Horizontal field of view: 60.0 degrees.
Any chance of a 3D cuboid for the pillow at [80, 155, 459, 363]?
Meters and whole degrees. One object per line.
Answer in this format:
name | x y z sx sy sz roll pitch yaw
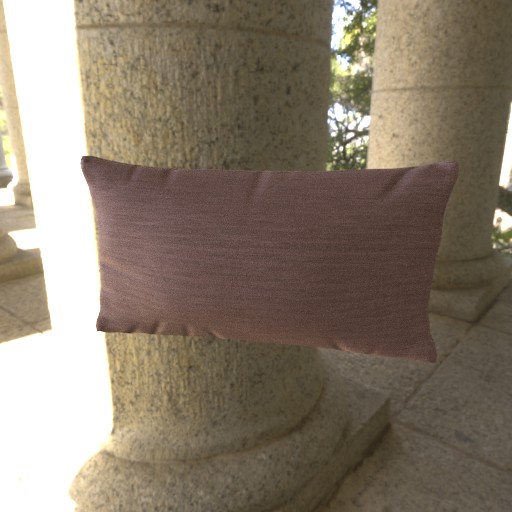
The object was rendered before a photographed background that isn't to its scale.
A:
pillow | 0.000 0.000 0.779 0.633 0.338 0.210 3 17 10
